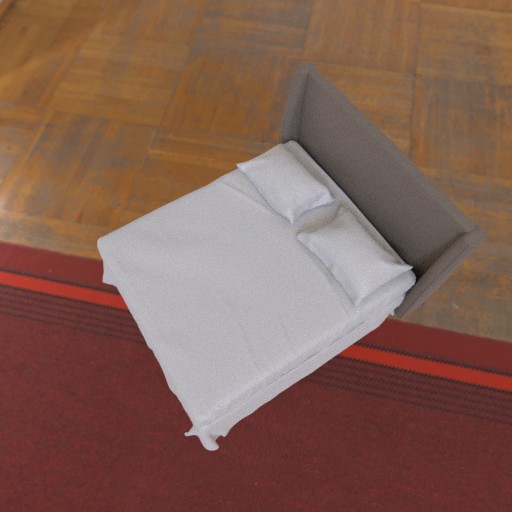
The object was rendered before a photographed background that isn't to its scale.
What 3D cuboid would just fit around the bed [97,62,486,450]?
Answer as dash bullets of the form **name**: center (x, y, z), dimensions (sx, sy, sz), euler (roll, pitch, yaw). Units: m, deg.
- **bed**: center (0.000, 0.000, 3.445), dimensions (2.276, 1.332, 1.925), euler (-30, 67, -14)
